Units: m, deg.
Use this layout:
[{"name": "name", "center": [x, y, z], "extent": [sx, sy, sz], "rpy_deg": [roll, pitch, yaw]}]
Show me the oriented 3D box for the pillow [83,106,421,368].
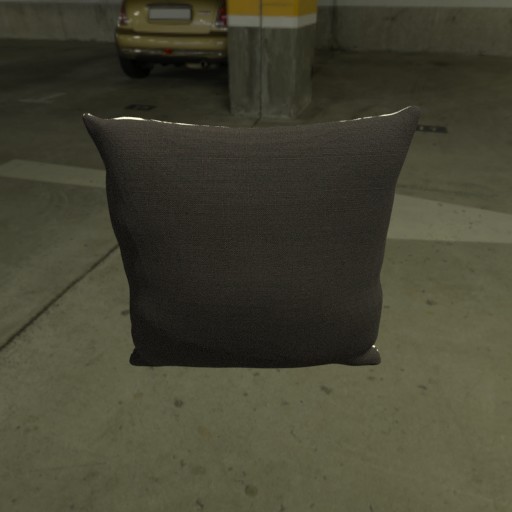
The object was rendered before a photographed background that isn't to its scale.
[{"name": "pillow", "center": [0.000, 0.000, 0.673], "extent": [0.440, 0.441, 0.182], "rpy_deg": [-1, 31, -1]}]
